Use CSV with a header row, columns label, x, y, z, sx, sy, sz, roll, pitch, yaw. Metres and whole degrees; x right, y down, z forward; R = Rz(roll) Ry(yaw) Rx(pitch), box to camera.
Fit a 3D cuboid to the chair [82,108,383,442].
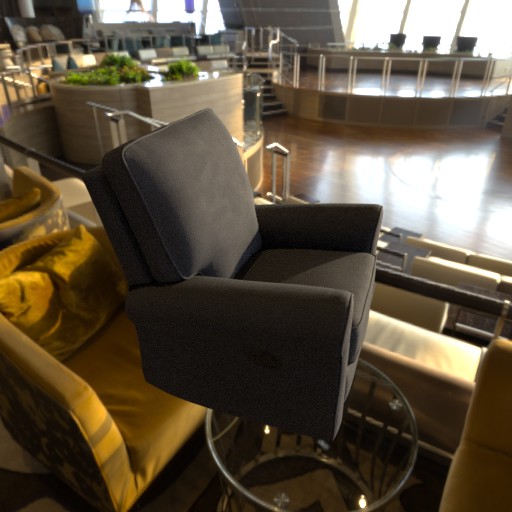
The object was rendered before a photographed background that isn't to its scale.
label,x,y,z,sx,sy,sz,roll,pitch,yaw
chair,0.000,0.000,1.684,0.878,0.961,0.890,10,30,18
